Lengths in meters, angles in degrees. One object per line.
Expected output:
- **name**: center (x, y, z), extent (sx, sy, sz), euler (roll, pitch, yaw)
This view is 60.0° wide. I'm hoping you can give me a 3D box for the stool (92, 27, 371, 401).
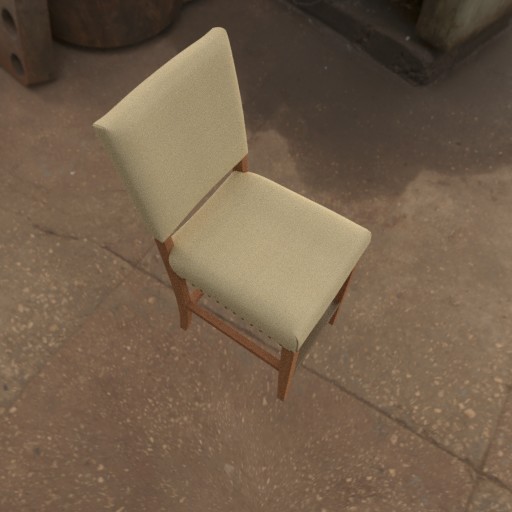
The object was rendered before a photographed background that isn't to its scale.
- **stool**: center (0.000, 0.000, 1.451), extent (0.584, 1.168, 0.445), euler (31, 64, 17)
